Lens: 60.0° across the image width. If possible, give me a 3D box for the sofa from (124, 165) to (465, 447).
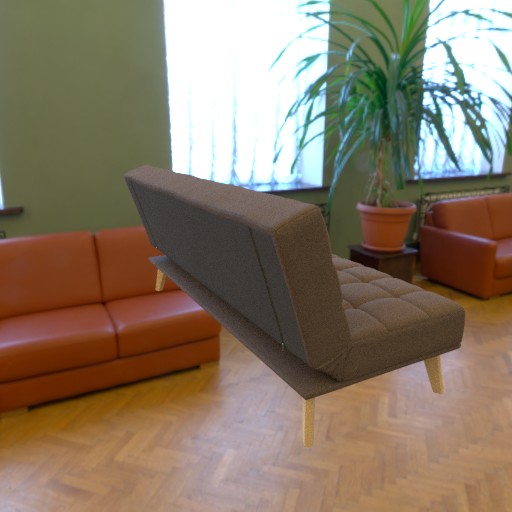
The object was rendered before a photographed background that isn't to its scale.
[{"bbox_3d":[0.000,0.000,2.220,0.860,0.810,1.800,-8,18,-28],"label":"sofa"}]
